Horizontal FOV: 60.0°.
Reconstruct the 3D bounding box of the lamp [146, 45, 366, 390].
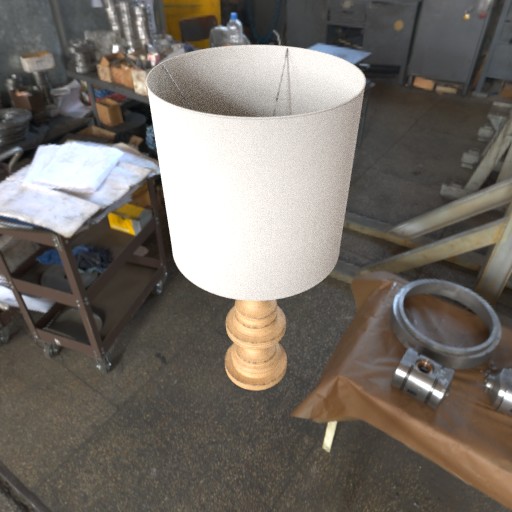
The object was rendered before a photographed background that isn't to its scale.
[{"bbox_3d":[0.000,0.000,0.573,0.208,0.455,0.208,1,40,1],"label":"lamp"}]
